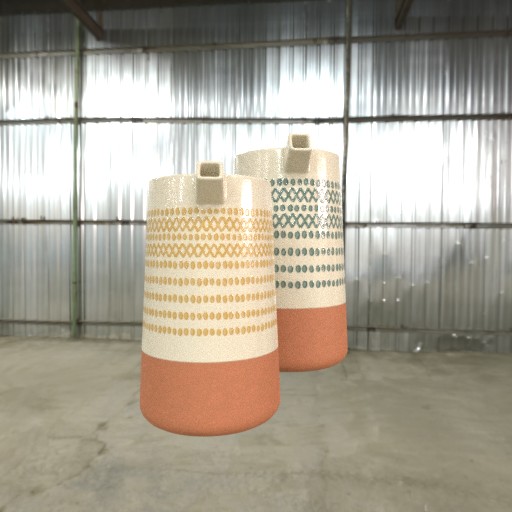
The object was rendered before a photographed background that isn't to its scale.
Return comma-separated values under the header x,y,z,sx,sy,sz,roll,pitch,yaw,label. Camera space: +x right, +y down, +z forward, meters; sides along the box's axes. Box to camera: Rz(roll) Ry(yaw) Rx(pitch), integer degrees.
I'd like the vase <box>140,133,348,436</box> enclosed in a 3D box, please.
x,y,z,sx,sy,sz,roll,pitch,yaw,label
0.000,0.000,0.461,0.168,0.247,0.326,1,2,35,vase
